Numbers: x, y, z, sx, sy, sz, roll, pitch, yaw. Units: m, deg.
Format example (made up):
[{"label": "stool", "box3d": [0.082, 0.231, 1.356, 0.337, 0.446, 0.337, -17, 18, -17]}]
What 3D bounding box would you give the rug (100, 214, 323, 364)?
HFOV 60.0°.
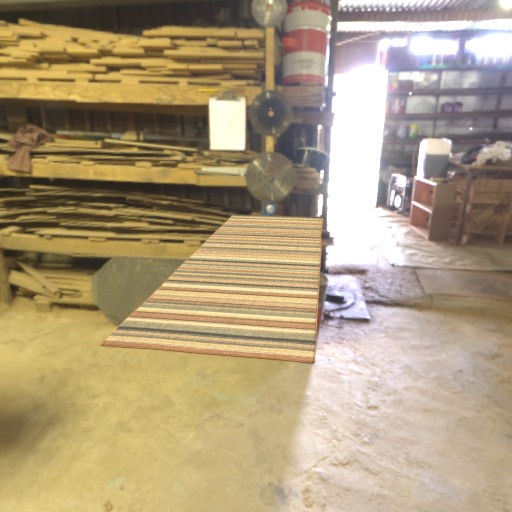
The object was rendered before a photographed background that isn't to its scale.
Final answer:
[{"label": "rug", "box3d": [0.000, 0.000, 2.736, 0.799, 0.010, 2.444, 3, 17, 9]}]
